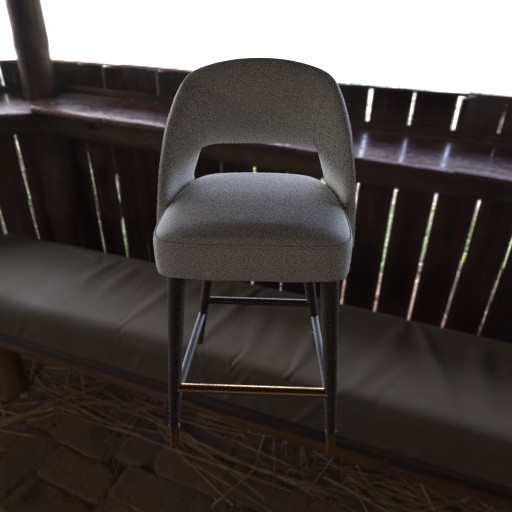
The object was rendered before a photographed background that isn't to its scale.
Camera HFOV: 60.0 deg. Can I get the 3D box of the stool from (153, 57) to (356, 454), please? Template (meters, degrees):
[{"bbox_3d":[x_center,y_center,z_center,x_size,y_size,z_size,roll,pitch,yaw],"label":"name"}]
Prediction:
[{"bbox_3d":[0.000,0.000,1.198,0.494,0.940,0.509,1,29,2],"label":"stool"}]
